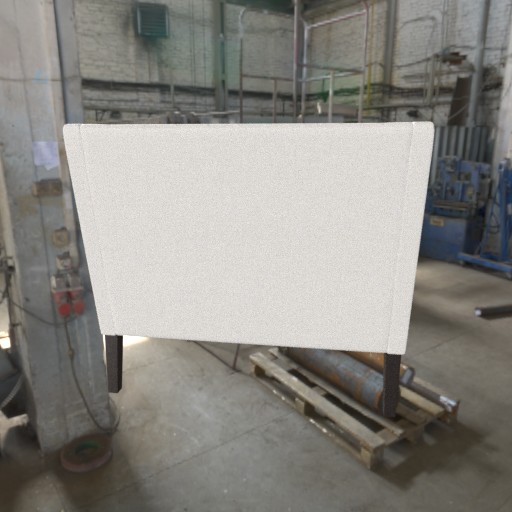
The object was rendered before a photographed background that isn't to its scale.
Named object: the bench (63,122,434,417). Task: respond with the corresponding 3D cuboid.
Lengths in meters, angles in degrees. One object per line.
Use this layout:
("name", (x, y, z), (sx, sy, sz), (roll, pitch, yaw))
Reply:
("bench", (0.000, 0.000, 2.007), (1.280, 1.123, 0.847), (2, 15, 8))
